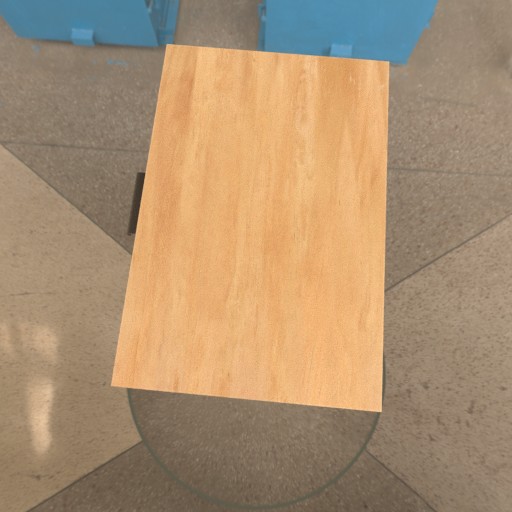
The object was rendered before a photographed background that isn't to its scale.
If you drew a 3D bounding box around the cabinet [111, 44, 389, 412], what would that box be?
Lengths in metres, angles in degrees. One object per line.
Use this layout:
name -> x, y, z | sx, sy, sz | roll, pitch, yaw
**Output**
cabinet -> 0.000, 0.000, 0.961 | 0.394, 0.599, 0.551 | 5, 76, 1
